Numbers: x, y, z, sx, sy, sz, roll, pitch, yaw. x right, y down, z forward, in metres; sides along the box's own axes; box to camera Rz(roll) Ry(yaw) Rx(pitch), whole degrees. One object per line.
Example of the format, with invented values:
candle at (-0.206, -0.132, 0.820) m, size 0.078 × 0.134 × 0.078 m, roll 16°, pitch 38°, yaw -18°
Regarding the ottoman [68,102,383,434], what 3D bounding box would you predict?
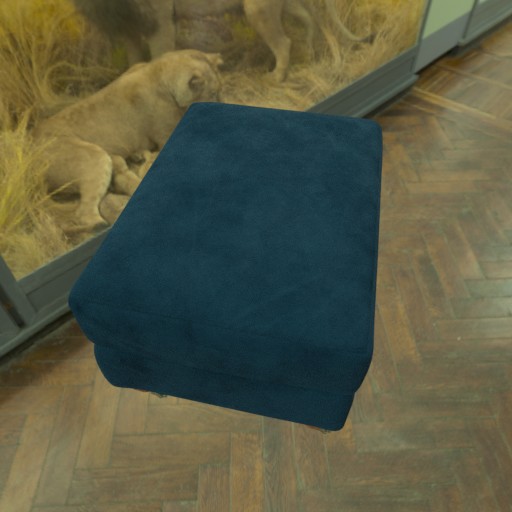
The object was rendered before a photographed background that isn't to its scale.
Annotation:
ottoman at (0.000, 0.000, 1.154) m, size 0.572 × 0.503 × 0.773 m, roll 9°, pitch 48°, yaw 8°
